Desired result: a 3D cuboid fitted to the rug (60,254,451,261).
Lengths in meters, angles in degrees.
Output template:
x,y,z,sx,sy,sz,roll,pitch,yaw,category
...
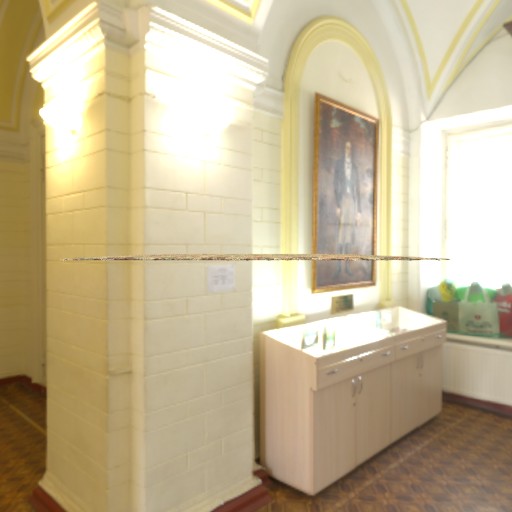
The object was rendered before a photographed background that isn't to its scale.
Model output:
x,y,z,sx,sy,sz,roll,pitch,yaw,category
0.000,0.000,2.243,1.219,0.010,1.829,0,1,0,rug
